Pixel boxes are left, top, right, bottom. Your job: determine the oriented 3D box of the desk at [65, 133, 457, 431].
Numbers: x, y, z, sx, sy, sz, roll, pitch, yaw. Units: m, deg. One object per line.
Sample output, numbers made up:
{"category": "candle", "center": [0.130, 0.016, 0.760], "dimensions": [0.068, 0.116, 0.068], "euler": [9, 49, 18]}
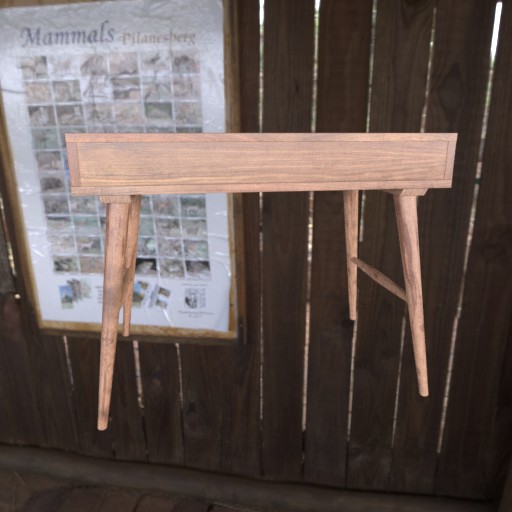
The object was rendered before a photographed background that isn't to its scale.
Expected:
{"category": "desk", "center": [0.000, 0.000, 1.417], "dimensions": [0.949, 0.758, 0.588], "euler": [-3, 16, -9]}
